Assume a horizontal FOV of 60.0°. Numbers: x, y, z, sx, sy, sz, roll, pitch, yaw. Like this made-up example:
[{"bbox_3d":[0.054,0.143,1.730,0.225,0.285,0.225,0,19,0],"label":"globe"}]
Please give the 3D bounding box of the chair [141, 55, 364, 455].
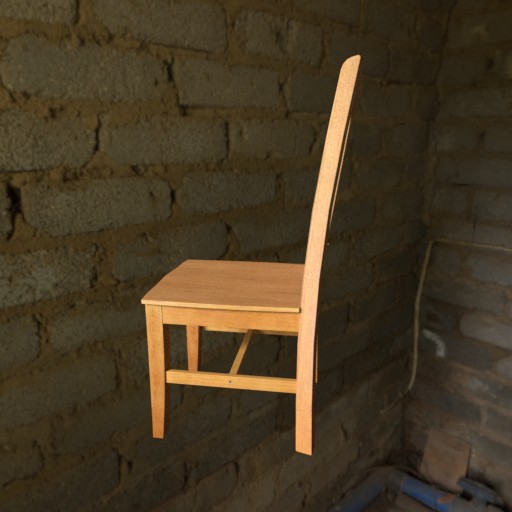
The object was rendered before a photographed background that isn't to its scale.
[{"bbox_3d":[0.000,0.000,1.298,0.556,0.998,0.450,2,15,8],"label":"chair"}]
